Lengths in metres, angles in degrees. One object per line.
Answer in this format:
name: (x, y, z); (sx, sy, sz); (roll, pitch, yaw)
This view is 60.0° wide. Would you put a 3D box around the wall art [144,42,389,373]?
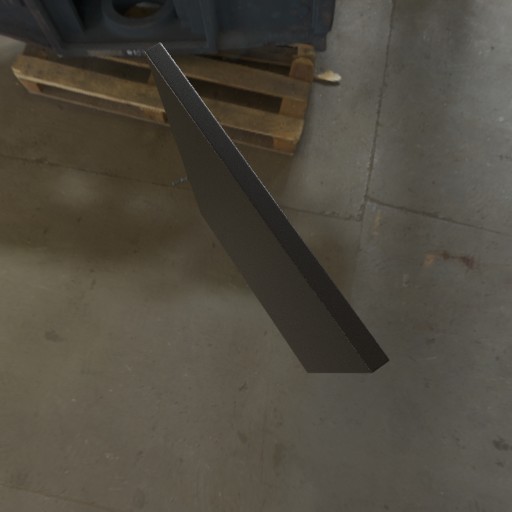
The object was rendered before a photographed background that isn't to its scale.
wall art: (0.000, 0.000, 1.603); (0.053, 1.194, 0.950); (-33, 78, -8)
